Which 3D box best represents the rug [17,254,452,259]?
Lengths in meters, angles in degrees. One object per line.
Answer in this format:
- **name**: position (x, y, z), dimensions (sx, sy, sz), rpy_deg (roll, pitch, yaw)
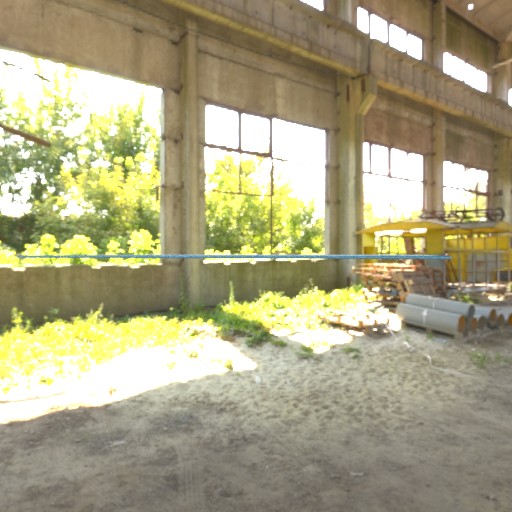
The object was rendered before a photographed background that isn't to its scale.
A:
- **rug**: position (0.000, 0.000, 3.939), dimensions (2.964, 0.018, 2.350), rpy_deg (0, 0, 18)
